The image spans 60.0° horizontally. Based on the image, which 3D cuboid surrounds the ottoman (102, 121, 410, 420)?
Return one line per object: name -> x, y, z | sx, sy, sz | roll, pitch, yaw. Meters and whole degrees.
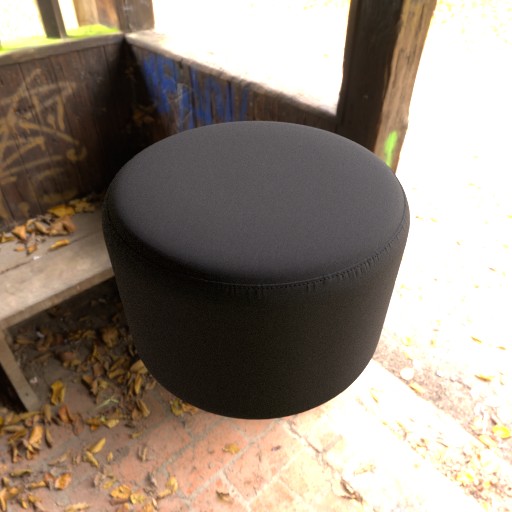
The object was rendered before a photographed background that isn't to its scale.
ottoman -> 0.000, 0.000, 0.999 | 0.608, 0.433, 0.608 | 0, 40, 0
